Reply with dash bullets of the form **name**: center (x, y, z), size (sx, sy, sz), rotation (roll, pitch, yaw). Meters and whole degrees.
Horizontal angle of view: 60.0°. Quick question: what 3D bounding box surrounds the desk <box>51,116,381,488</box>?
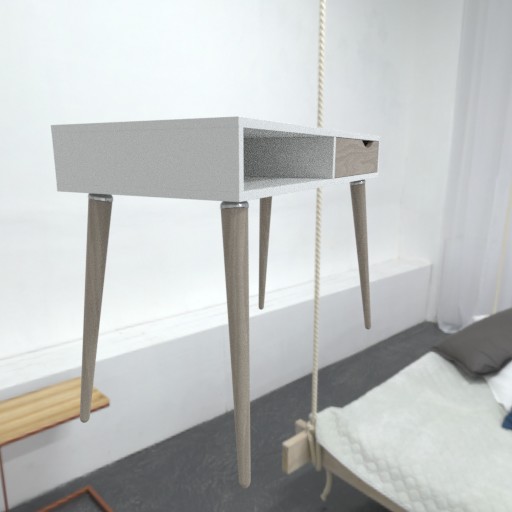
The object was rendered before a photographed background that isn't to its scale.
- **desk**: center (0.000, 0.000, 1.341), size (0.491, 0.723, 0.979), rotation (7, 15, 28)
